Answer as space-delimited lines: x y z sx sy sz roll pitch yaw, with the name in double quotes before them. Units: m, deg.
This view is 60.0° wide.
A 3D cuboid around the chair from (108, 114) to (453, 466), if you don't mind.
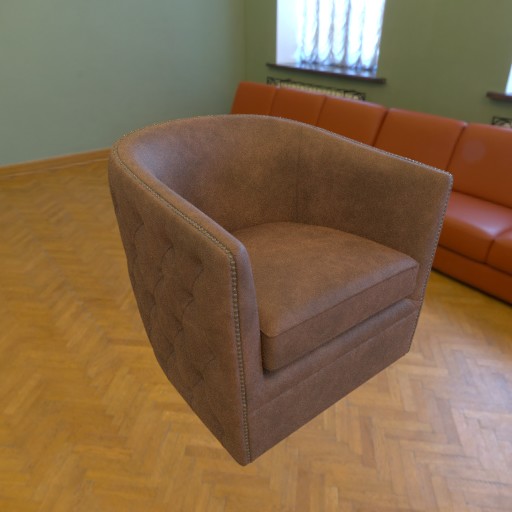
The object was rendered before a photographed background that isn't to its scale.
"chair" 0.000 0.000 1.518 0.850 0.790 0.870 -21 35 -33
